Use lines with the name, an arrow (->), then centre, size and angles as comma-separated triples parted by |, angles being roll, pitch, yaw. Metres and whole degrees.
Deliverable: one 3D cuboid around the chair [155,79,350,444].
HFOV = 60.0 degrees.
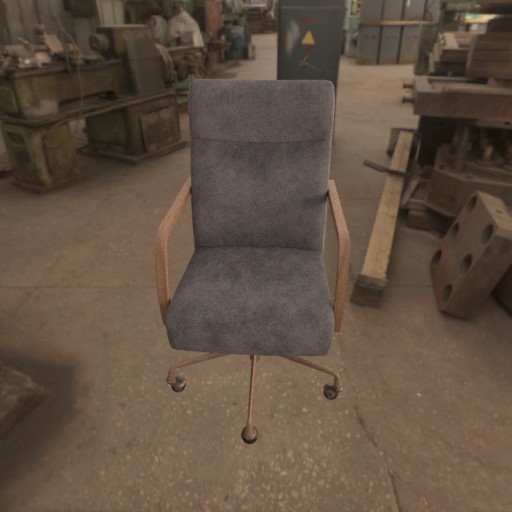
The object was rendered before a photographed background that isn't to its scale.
chair -> 0.000, 0.000, 1.490 | 0.640, 1.029, 0.741 | 2, 30, 3
